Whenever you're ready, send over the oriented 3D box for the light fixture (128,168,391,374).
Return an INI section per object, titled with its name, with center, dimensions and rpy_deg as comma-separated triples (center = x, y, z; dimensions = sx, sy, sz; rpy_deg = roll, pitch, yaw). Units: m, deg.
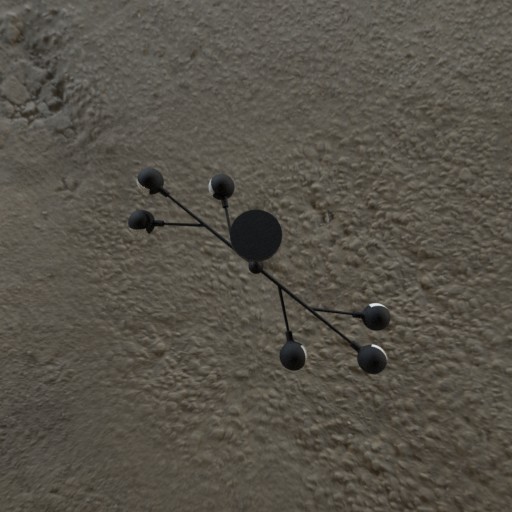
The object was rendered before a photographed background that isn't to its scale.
[light fixture]
center = 0.000, 0.000, 1.029
dimensions = 0.434, 0.362, 0.778
rpy_deg = -34, 79, -8
